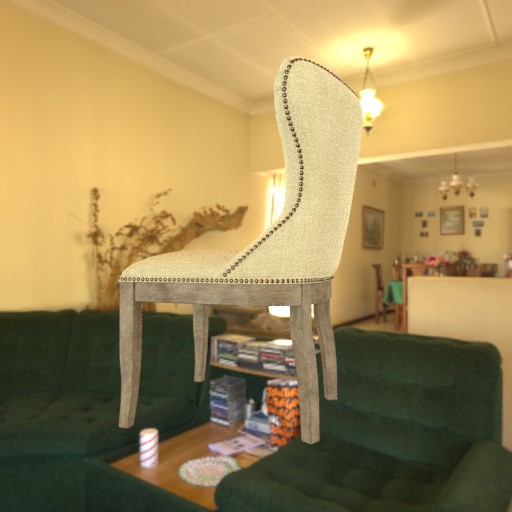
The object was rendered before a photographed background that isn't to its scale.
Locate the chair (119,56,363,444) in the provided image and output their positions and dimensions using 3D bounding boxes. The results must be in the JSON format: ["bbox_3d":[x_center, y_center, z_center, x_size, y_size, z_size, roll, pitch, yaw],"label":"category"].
[{"bbox_3d":[0.000,0.000,1.446,0.681,1.002,0.654,0,0,18],"label":"chair"}]
